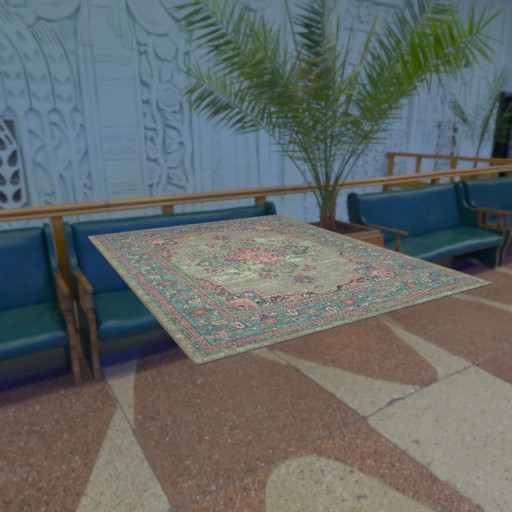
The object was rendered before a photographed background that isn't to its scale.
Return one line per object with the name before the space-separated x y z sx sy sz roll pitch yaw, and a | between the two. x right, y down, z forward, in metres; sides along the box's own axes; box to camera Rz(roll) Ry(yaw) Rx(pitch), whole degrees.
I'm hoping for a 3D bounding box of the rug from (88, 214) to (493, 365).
rug | 0.000 0.000 4.068 2.434 0.013 3.057 -9 19 -28
